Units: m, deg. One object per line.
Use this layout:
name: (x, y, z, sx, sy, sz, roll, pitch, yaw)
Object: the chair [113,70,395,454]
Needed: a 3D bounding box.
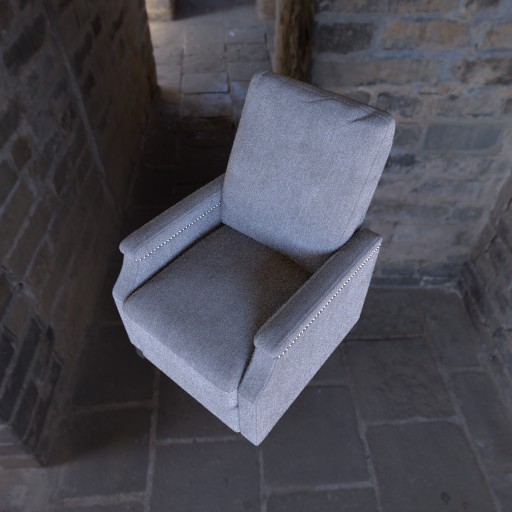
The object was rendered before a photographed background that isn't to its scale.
chair: (0.000, 0.000, 1.667, 0.710, 1.049, 0.922, 31, 54, 26)
